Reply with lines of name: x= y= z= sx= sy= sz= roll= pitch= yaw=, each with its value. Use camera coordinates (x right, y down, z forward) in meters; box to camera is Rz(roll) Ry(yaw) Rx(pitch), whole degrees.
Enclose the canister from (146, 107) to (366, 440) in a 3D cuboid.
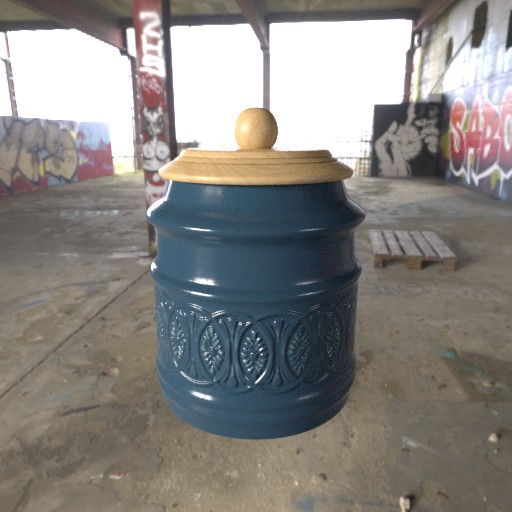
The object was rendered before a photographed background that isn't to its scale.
canister: x=0.000 y=0.000 z=0.276 sx=0.130 sy=0.176 sz=0.130 roll=0 pitch=15 yaw=0
